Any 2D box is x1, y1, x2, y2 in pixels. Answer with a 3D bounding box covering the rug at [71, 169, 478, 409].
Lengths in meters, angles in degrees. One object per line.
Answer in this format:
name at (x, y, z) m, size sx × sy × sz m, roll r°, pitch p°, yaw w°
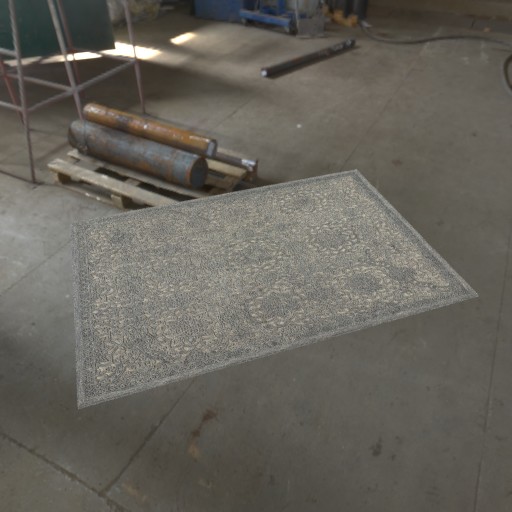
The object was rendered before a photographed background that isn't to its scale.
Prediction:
rug at (0.000, 0.000, 2.312) m, size 1.819 × 0.012 × 1.208 m, roll -13°, pitch 43°, yaw -14°
